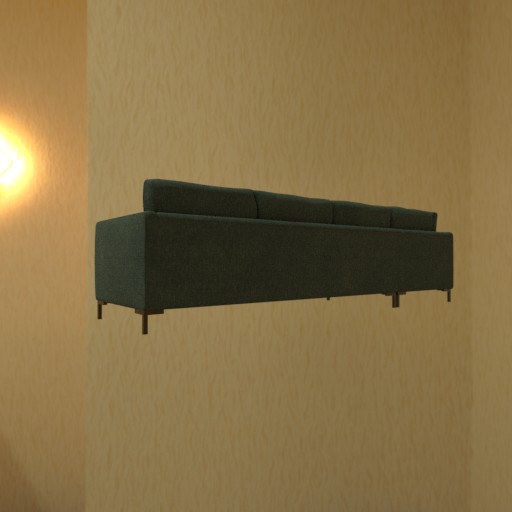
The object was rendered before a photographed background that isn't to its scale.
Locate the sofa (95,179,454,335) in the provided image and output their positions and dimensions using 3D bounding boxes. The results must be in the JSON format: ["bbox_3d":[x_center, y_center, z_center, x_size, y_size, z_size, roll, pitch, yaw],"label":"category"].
[{"bbox_3d":[0.000,0.000,3.854,2.949,0.815,2.007,0,-1,-37],"label":"sofa"}]
